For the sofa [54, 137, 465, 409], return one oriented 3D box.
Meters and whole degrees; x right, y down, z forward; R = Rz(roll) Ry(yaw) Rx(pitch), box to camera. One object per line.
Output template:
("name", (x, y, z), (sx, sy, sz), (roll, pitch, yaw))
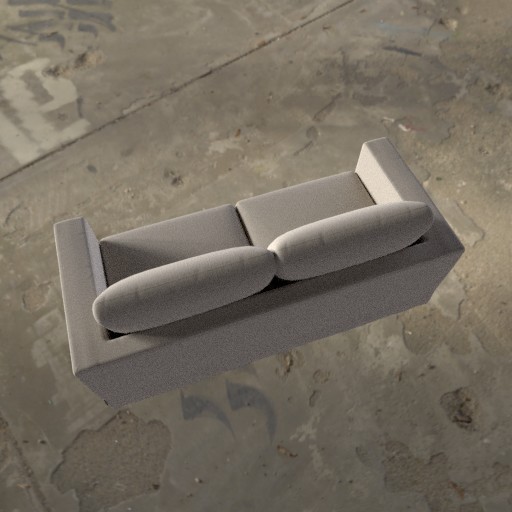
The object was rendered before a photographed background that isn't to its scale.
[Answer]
("sofa", (0.000, 0.000, 2.660), (2.163, 0.881, 0.954), (-17, 60, -10))
